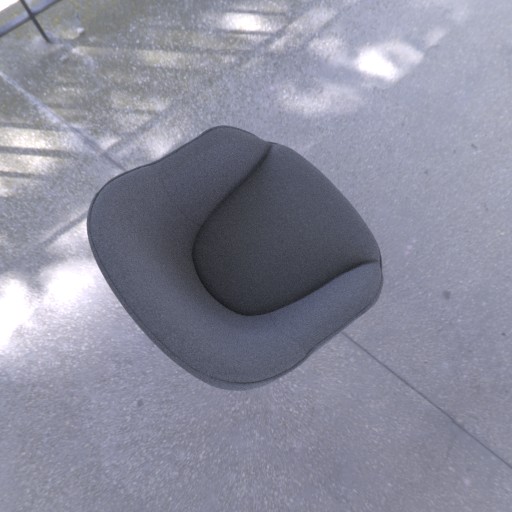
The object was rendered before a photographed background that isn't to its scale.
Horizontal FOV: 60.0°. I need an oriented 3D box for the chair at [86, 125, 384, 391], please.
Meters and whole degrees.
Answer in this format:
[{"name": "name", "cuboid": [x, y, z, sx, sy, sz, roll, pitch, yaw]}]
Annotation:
[{"name": "chair", "cuboid": [0.000, 0.000, 1.221, 0.611, 0.810, 0.589, -39, 80, -8]}]
